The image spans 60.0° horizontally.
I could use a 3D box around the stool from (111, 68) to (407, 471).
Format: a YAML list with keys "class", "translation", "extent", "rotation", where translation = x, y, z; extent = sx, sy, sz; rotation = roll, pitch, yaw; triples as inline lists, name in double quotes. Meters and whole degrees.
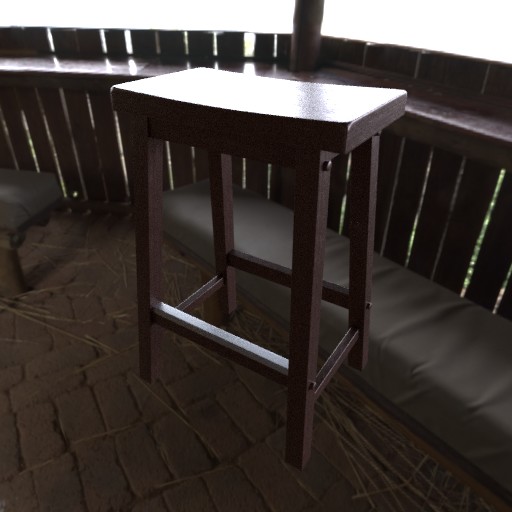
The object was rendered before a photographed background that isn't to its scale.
- class: "stool"
  translation: [0.000, 0.000, 0.846]
  extent: [0.406, 0.610, 0.322]
  rotation: [19, 36, 28]
